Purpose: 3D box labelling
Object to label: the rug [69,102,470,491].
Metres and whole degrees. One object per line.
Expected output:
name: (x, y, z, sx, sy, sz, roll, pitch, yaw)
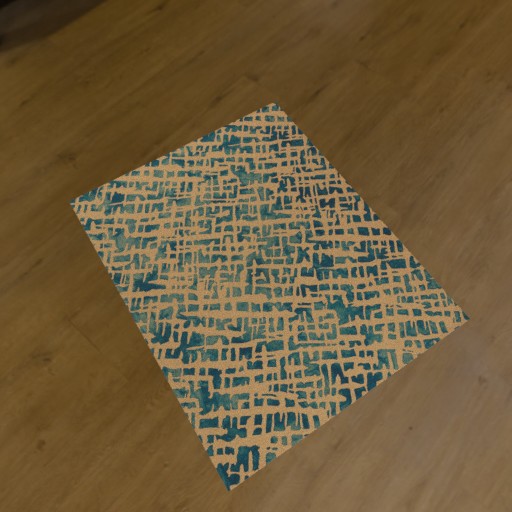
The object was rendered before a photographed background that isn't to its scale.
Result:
rug: (0.000, 0.000, 4.074, 2.435, 0.007, 3.007, -30, 67, -14)
